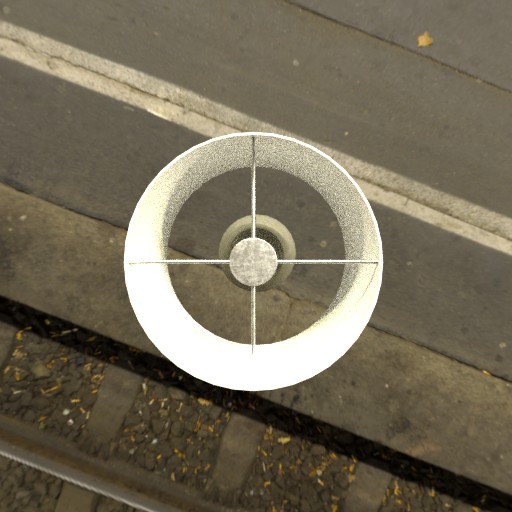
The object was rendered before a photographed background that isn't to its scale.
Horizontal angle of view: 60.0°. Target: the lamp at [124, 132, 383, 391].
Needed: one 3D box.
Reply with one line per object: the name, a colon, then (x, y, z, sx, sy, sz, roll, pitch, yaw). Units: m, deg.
lamp: (0.000, 0.000, 0.464, 0.186, 0.369, 0.186, 0, 91, 1)
